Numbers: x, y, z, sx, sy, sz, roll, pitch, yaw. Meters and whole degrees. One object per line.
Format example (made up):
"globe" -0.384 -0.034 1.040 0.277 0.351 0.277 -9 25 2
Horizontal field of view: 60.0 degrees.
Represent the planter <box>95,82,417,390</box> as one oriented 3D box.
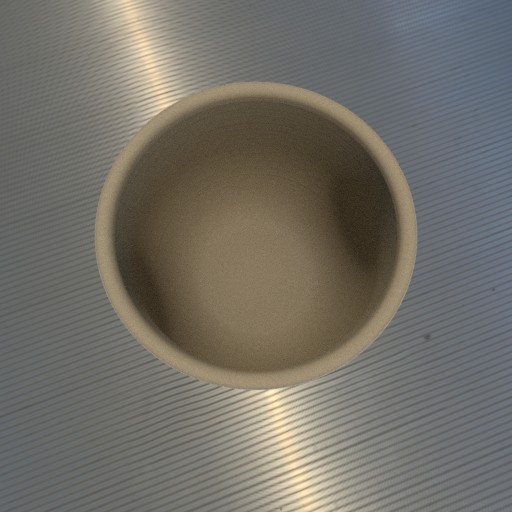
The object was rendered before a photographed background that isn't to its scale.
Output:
"planter" 0.000 0.000 0.223 0.124 0.109 0.124 0 76 0
